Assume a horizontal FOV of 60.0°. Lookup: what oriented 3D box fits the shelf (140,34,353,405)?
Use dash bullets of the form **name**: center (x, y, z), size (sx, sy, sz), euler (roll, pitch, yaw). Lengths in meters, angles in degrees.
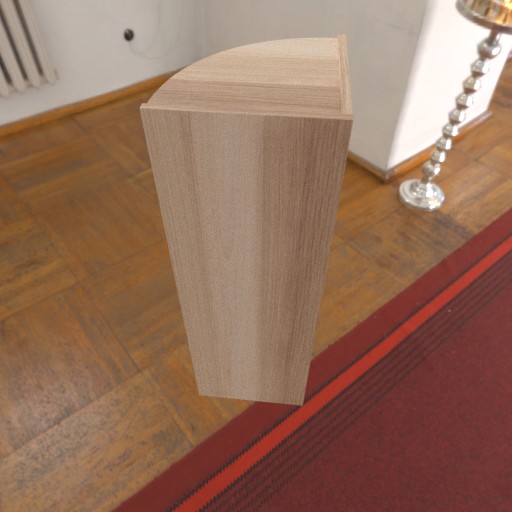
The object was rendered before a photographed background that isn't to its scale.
- **shelf**: center (0.000, 0.000, 1.014), size (0.290, 0.872, 0.290), euler (4, 47, 4)
